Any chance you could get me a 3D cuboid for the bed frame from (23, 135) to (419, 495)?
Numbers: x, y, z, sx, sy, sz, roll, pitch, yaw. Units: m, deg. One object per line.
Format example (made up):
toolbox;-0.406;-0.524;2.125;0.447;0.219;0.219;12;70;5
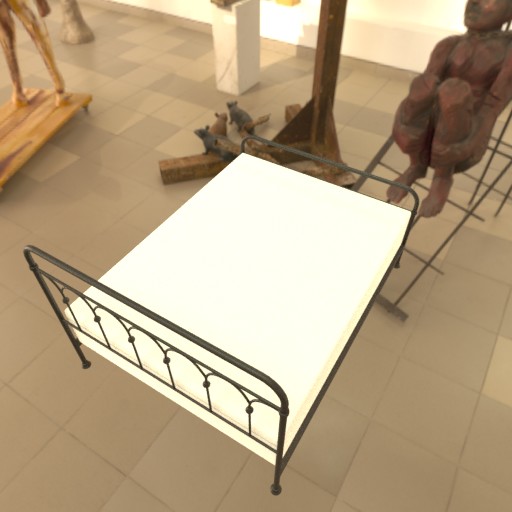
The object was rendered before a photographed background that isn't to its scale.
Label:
bed frame;0.000;0.000;3.115;1.664;1.276;2.203;24;51;21
